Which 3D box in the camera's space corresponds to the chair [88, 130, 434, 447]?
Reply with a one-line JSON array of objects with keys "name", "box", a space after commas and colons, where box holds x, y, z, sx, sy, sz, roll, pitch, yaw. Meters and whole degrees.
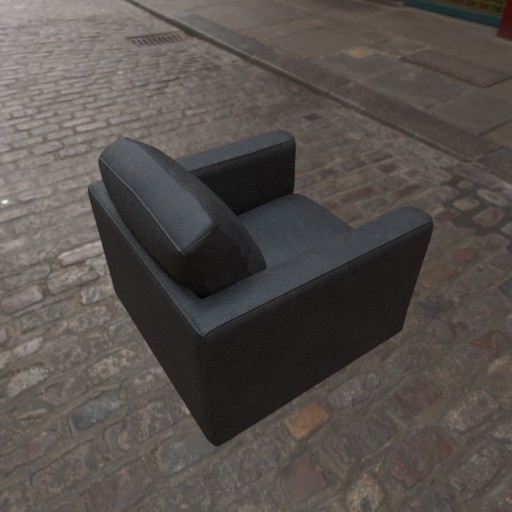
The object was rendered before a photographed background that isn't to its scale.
[{"name": "chair", "box": [0.000, 0.000, 1.603, 0.879, 0.898, 0.831, -24, 46, -26]}]
